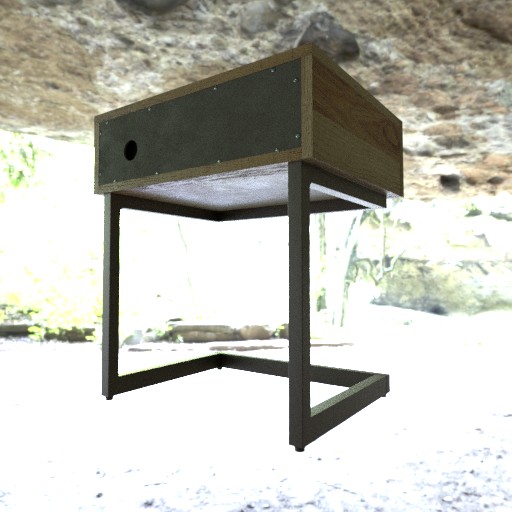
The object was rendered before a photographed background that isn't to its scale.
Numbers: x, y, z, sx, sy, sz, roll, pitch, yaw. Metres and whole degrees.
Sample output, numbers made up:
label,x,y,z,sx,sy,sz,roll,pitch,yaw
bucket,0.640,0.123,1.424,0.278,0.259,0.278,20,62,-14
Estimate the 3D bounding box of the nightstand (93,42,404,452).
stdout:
label,x,y,z,sx,sy,sz,roll,pitch,yaw
nightstand,0.000,0.000,1.024,0.558,0.632,0.481,-2,-3,36
